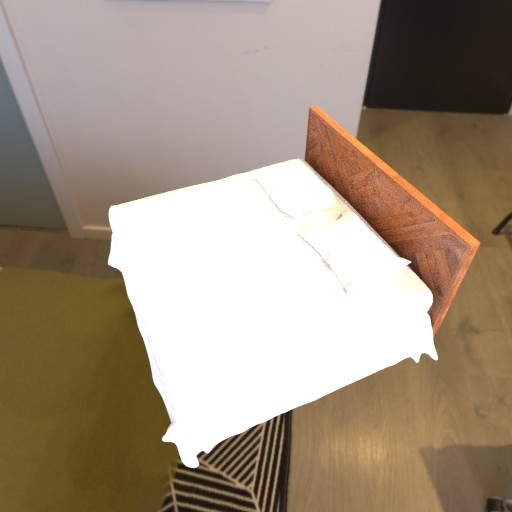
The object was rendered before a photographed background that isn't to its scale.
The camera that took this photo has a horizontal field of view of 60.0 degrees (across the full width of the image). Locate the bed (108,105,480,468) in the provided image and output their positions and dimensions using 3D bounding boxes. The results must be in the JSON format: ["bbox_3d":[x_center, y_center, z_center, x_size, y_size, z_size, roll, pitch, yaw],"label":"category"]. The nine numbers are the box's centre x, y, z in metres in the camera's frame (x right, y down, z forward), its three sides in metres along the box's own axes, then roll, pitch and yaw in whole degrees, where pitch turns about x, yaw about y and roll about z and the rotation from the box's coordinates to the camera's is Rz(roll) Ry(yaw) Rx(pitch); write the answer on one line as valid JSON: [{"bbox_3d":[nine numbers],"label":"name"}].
[{"bbox_3d":[0.000,0.000,3.471,2.165,1.158,2.255,-18,47,-17],"label":"bed"}]
